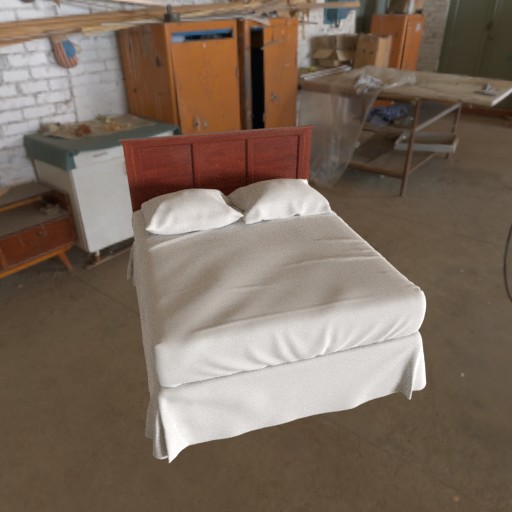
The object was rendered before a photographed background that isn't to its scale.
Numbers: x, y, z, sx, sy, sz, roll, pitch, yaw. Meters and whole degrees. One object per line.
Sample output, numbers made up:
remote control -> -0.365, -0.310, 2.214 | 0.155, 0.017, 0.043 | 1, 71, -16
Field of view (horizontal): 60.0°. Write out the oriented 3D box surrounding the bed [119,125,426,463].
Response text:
bed -> 0.000, 0.000, 3.166 | 1.870, 1.270, 2.050 | -9, 31, -15
